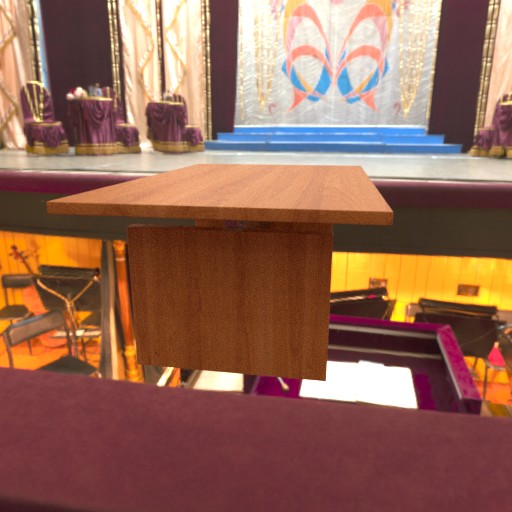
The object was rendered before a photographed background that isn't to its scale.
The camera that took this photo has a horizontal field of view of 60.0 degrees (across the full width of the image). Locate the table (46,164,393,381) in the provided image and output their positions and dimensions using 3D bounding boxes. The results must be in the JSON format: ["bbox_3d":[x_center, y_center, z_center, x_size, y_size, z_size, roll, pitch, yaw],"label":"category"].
[{"bbox_3d":[0.000,0.000,1.458,0.700,0.510,1.100,3,16,9],"label":"table"}]
